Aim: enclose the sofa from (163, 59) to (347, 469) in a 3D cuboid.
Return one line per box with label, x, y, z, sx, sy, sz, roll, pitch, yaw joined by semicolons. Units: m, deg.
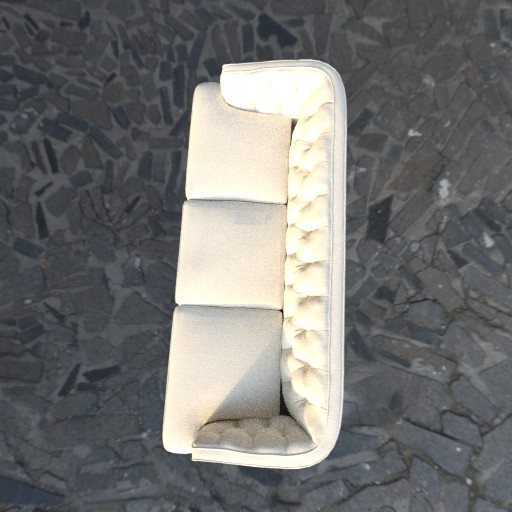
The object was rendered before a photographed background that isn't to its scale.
sofa;0.000;0.000;2.698;0.941;0.855;2.278;3;78;1
